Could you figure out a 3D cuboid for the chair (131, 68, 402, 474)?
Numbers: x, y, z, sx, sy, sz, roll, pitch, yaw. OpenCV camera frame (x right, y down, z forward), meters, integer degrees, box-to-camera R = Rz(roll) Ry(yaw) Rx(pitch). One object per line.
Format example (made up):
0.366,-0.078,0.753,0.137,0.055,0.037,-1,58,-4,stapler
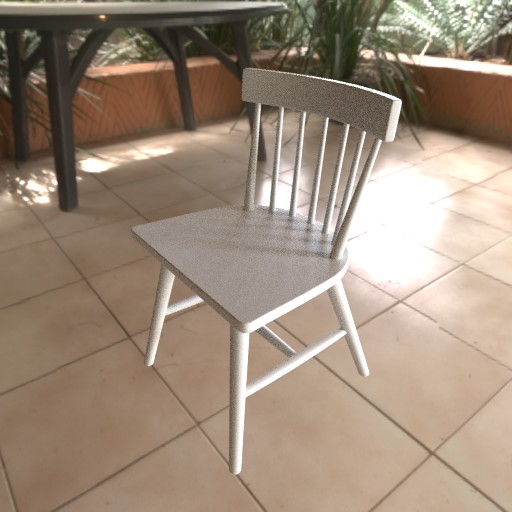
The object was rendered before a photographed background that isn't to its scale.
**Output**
0.000,0.000,1.102,0.500,0.787,0.483,-23,38,-32,chair
